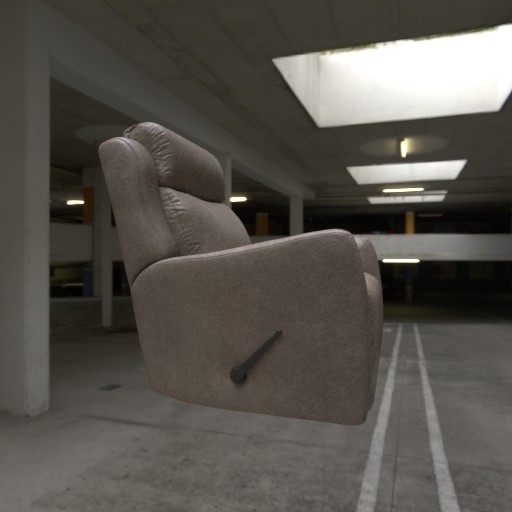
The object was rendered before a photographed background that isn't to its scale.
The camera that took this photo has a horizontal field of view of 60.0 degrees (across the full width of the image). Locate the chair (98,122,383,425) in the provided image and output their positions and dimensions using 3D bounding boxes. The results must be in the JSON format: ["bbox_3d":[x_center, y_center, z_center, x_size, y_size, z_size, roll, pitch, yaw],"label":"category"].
[{"bbox_3d":[0.000,0.000,1.975,1.068,1.116,0.967,0,0,19],"label":"chair"}]
